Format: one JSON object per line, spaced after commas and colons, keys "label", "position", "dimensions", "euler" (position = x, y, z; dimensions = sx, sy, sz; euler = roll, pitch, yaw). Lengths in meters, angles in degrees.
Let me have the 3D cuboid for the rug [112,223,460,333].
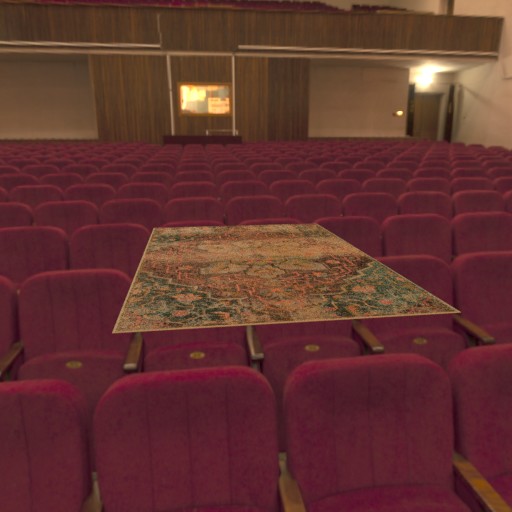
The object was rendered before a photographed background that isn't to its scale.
{"label": "rug", "position": [0.000, 0.000, 3.014], "dimensions": [1.566, 0.004, 2.363], "euler": [-2, 14, -7]}
